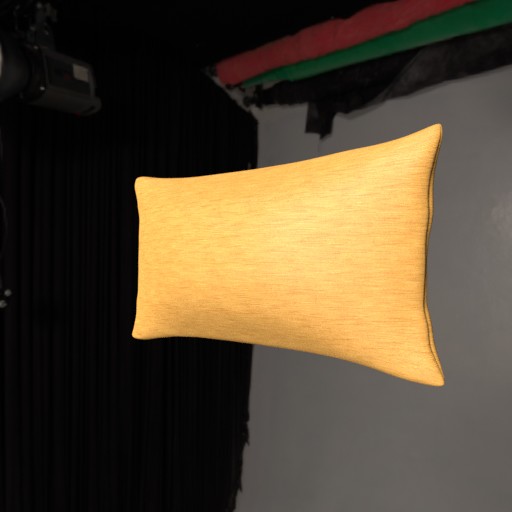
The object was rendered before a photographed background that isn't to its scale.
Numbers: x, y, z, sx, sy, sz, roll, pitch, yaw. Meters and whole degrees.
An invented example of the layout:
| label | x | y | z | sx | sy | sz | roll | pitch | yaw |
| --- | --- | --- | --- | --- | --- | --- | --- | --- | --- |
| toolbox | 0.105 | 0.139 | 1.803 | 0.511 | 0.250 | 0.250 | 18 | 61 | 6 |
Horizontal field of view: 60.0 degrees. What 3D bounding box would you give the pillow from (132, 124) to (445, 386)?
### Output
| label | x | y | z | sx | sy | sz | roll | pitch | yaw |
| --- | --- | --- | --- | --- | --- | --- | --- | --- | --- |
| pillow | 0.000 | 0.000 | 0.785 | 0.634 | 0.354 | 0.210 | 0 | -1 | 36 |
